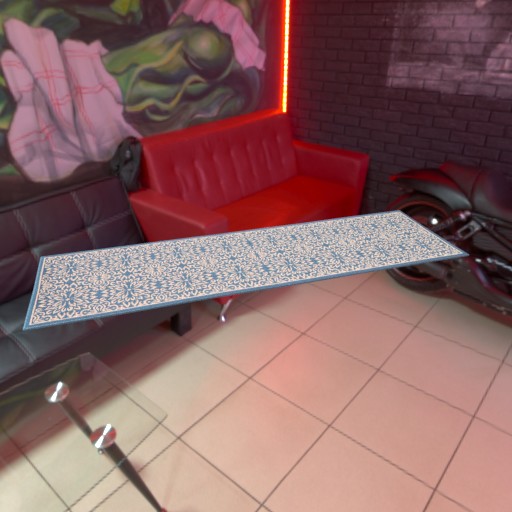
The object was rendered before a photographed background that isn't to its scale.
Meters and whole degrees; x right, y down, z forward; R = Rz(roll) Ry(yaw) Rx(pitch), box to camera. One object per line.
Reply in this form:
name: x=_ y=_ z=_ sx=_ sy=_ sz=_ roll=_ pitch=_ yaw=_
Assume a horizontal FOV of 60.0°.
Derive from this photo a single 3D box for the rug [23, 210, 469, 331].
rug: x=0.000 y=0.000 z=2.370 sx=2.196 sy=0.011 sz=0.662 roll=-8 pitch=29 yaw=-15
